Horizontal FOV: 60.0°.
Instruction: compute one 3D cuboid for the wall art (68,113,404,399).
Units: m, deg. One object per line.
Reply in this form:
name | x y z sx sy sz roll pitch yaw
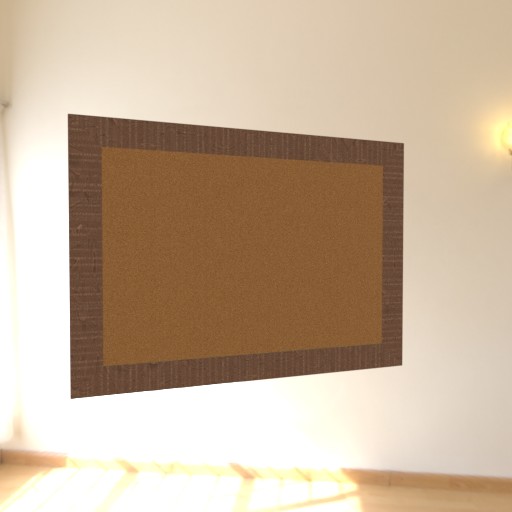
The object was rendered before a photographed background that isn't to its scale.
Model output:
wall art | 0.000 0.000 1.356 1.056 0.761 0.020 0 1 -19
